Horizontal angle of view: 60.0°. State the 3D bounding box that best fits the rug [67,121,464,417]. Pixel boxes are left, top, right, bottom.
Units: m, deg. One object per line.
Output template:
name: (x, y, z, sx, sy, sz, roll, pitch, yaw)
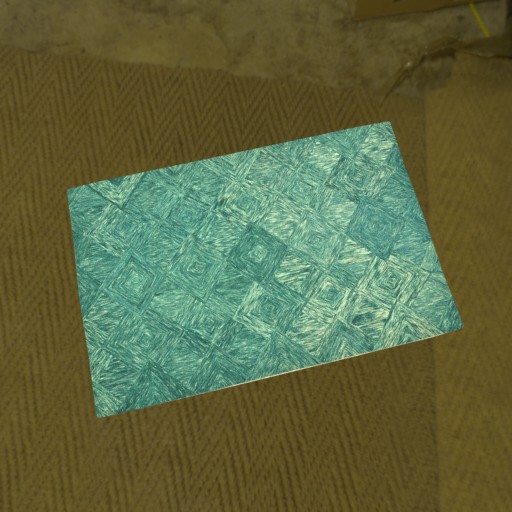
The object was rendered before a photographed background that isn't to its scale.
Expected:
rug: (0.000, 0.000, 2.161, 1.728, 0.017, 1.136, -13, 75, -4)
